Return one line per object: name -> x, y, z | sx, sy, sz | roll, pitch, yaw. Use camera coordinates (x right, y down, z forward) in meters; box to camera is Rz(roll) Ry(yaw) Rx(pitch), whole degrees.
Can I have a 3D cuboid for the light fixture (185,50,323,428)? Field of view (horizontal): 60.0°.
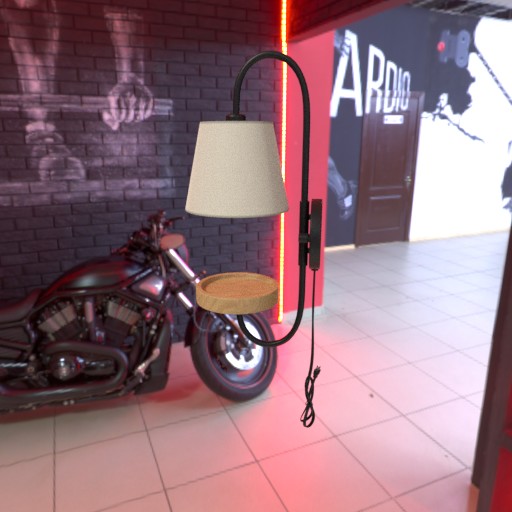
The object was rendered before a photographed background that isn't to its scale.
light fixture -> 0.000, 0.000, 0.963 | 0.299, 0.821, 0.220 | 2, 15, 8
